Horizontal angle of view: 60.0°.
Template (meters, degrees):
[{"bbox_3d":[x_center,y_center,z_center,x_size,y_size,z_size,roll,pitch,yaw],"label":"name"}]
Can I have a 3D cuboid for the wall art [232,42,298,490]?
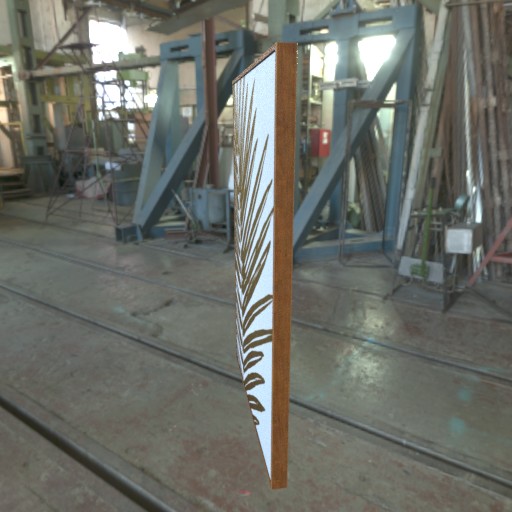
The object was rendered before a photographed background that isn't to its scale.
[{"bbox_3d":[0.000,0.000,1.157,0.037,0.914,0.610,-3,16,-9],"label":"wall art"}]
